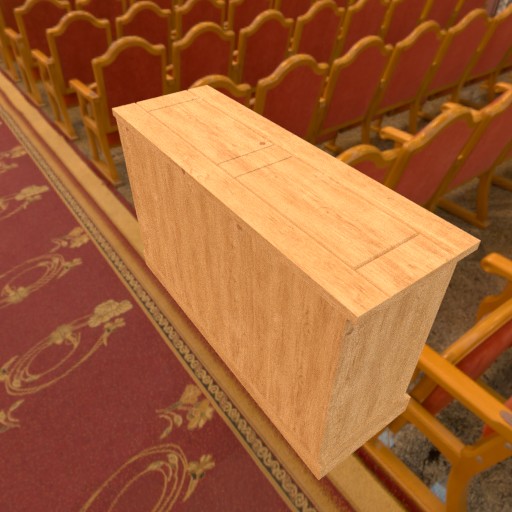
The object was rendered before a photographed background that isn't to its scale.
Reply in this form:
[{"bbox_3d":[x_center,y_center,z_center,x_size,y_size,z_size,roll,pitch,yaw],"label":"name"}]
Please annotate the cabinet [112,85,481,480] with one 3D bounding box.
[{"bbox_3d":[0.000,0.000,1.681,0.432,0.810,1.321,-25,47,-26],"label":"cabinet"}]
